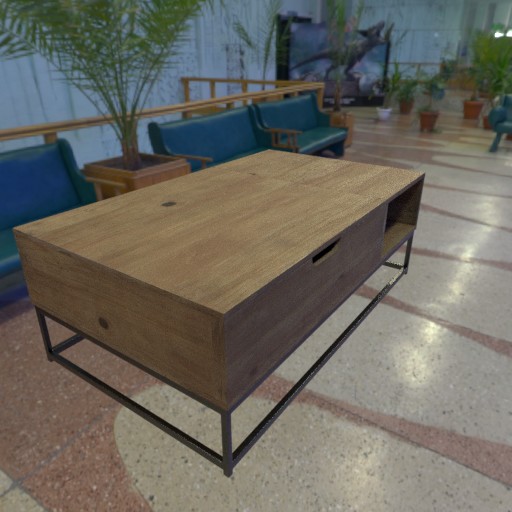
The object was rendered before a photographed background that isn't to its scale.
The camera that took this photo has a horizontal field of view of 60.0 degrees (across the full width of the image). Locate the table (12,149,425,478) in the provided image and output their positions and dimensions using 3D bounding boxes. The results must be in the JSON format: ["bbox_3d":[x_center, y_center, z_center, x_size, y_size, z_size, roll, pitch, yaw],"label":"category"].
[{"bbox_3d":[0.000,0.000,1.378,0.655,0.395,1.101,17,30,32],"label":"table"}]
